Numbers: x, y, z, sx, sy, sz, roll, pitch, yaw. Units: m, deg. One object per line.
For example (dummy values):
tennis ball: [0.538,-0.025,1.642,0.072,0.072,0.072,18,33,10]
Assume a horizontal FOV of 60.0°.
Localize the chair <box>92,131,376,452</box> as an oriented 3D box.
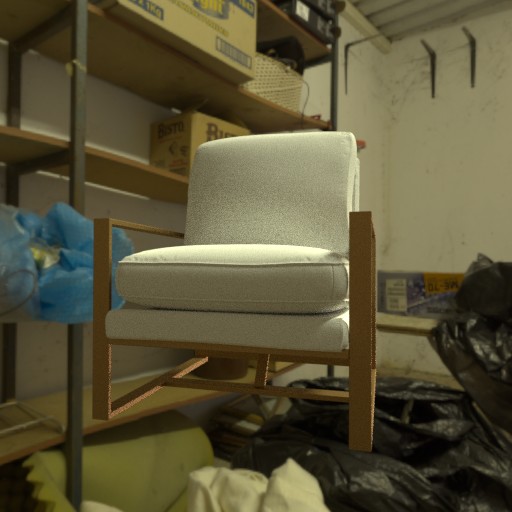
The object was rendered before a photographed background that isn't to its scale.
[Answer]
chair: [0.000,0.000,1.556,0.805,0.966,0.813,0,0,16]
